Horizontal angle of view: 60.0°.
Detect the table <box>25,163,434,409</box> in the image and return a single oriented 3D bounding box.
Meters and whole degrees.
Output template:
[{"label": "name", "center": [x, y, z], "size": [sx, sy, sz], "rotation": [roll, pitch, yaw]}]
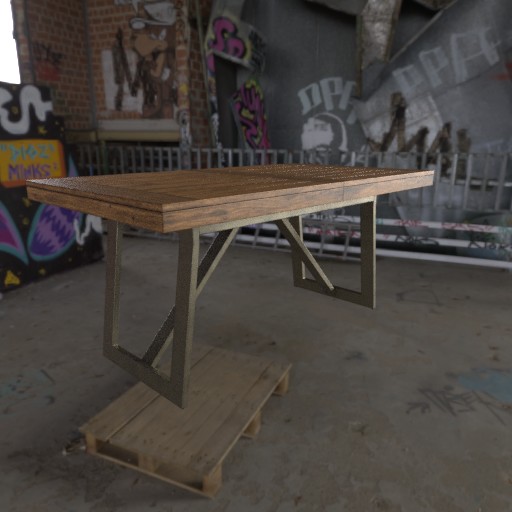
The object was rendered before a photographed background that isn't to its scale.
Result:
[{"label": "table", "center": [0.000, 0.000, 2.094], "size": [0.931, 0.757, 1.641], "rotation": [14, 20, 42]}]
